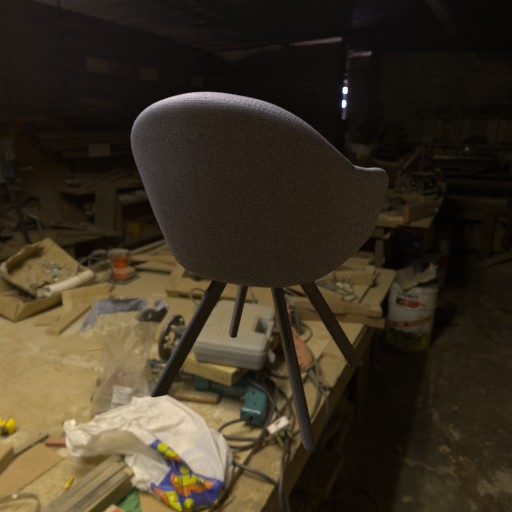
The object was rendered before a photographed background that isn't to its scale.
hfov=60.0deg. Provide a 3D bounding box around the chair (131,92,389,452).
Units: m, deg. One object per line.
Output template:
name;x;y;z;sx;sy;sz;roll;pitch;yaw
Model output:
chair;0.000;0.000;1.182;0.590;0.795;0.550;8;19;26
